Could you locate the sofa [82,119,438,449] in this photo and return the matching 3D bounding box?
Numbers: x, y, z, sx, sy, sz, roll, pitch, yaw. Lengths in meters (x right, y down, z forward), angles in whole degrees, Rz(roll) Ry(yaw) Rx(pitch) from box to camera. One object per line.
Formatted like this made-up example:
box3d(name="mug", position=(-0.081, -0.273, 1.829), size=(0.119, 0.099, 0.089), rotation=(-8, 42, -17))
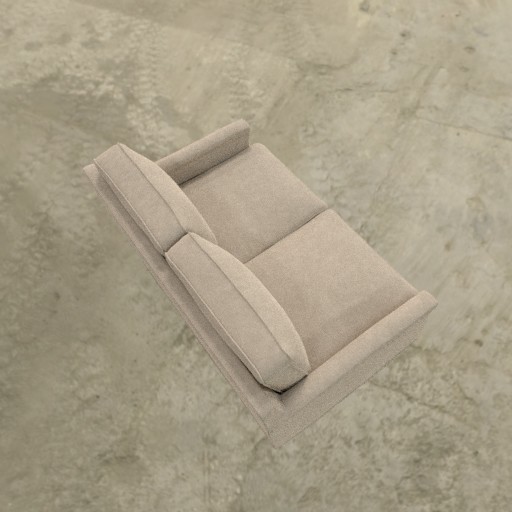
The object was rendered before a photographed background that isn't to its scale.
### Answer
box3d(name="sofa", position=(0.000, 0.000, 2.343), size=(1.084, 1.002, 1.597), rotation=(-32, 62, -19))
